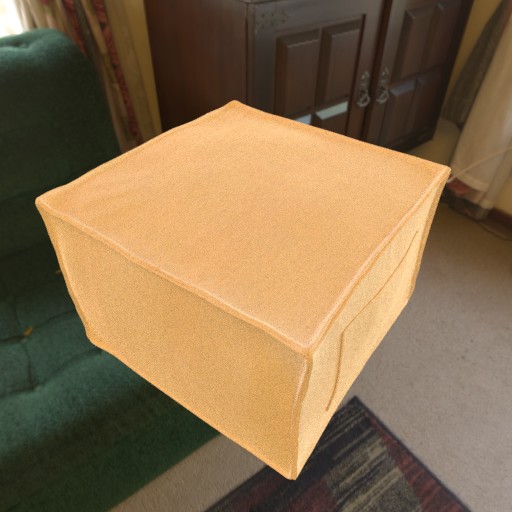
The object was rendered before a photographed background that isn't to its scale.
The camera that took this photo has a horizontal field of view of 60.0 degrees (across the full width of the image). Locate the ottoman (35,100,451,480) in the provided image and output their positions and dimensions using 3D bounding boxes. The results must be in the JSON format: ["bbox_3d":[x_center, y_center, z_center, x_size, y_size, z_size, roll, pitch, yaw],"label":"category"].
[{"bbox_3d":[0.000,0.000,1.122,0.696,0.470,0.707,25,47,26],"label":"ottoman"}]
